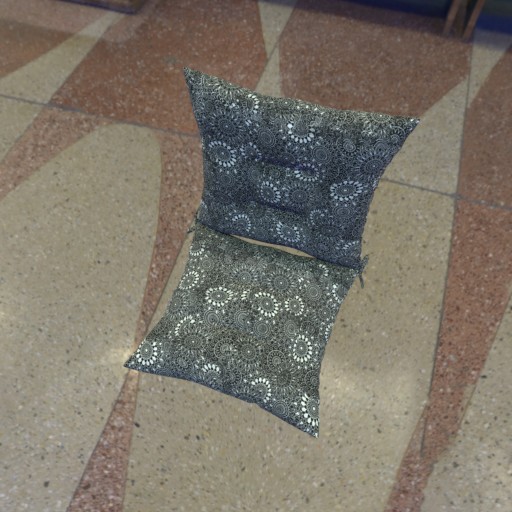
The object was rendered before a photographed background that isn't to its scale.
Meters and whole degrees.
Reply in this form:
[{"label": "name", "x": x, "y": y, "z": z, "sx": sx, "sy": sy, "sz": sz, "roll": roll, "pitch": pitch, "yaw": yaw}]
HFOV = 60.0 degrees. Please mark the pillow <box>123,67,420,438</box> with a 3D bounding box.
[{"label": "pillow", "x": 0.000, "y": 0.000, "z": 1.013, "sx": 0.541, "sy": 0.536, "sz": 0.585, "roll": 17, "pitch": 61, "yaw": 10}]
